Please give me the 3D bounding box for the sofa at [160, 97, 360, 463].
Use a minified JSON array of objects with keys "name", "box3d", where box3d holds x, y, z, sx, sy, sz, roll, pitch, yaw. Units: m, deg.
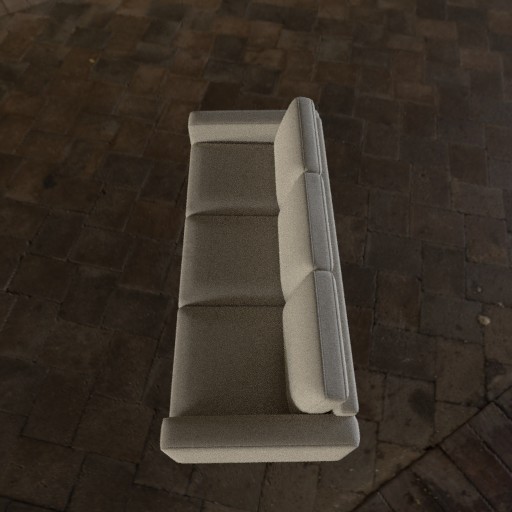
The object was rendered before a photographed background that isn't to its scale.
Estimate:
[{"name":"sofa","box3d":[0.000,0.000,2.623,0.900,0.800,2.160,-1,59,0]}]
